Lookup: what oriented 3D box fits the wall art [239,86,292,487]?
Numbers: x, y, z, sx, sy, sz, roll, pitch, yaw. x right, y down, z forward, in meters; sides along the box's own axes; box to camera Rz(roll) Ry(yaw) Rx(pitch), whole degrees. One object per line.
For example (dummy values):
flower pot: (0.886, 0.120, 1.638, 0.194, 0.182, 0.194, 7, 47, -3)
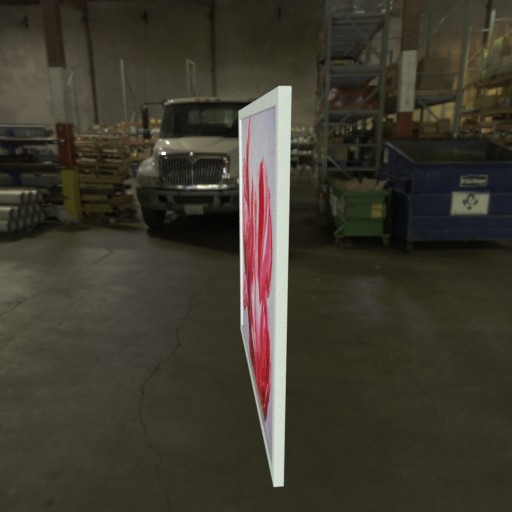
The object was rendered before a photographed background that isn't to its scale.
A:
wall art: (0.000, 0.000, 1.226, 0.022, 0.803, 0.805, -2, 15, -7)
